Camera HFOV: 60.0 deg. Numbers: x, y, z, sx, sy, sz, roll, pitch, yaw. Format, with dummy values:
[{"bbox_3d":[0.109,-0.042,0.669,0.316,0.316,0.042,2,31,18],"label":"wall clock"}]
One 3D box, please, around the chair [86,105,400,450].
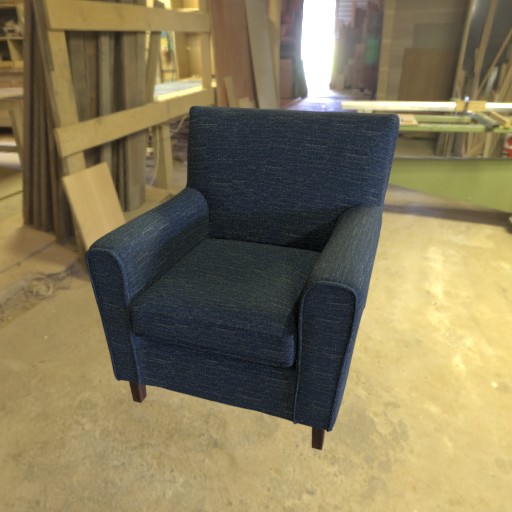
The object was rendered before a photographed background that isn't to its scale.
[{"bbox_3d":[0.000,0.000,1.614,0.864,0.928,0.873,8,26,17],"label":"chair"}]
